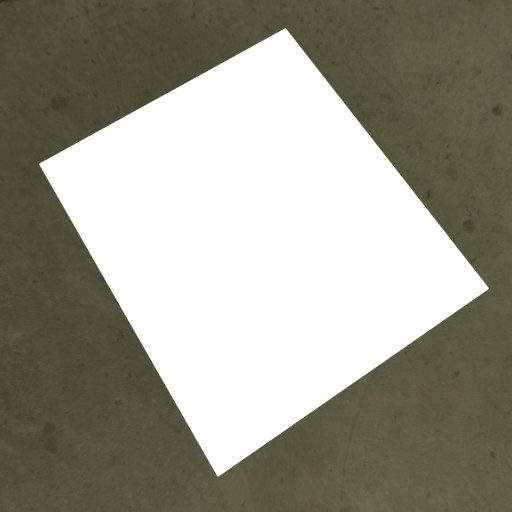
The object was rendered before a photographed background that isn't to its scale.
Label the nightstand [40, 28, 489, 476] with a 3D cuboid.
[{"bbox_3d":[0.000,0.000,0.760,0.408,0.351,0.470,-32,78,-8],"label":"nightstand"}]
